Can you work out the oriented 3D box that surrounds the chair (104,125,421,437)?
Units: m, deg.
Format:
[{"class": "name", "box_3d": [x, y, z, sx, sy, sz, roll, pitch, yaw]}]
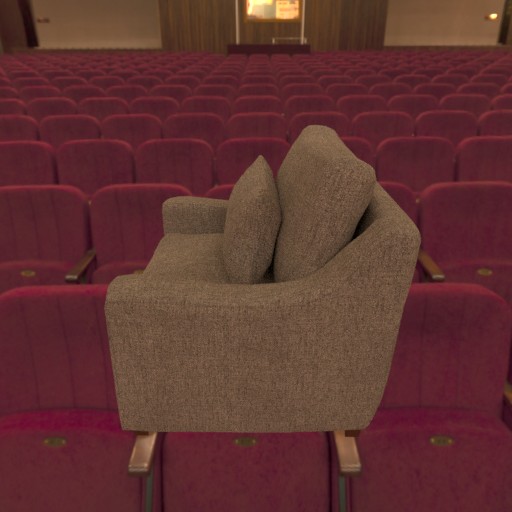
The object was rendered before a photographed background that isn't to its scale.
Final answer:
[{"class": "chair", "box_3d": [0.000, 0.000, 1.949, 1.009, 1.037, 1.138, 0, 24, 1]}]
